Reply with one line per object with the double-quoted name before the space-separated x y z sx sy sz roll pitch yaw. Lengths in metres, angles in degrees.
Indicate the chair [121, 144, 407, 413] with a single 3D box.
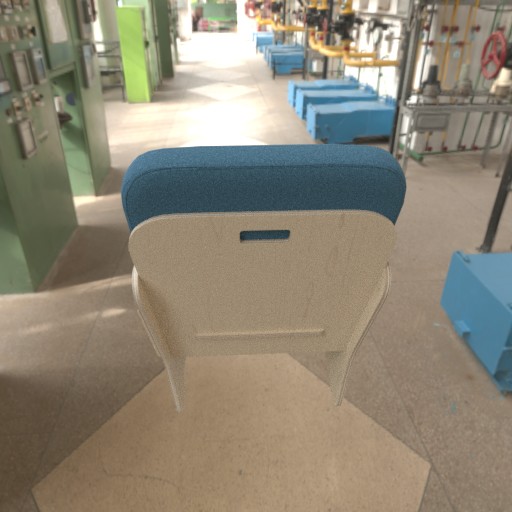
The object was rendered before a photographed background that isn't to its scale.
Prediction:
"chair" 0.000 0.000 1.178 0.547 0.747 0.657 -2 30 -3
